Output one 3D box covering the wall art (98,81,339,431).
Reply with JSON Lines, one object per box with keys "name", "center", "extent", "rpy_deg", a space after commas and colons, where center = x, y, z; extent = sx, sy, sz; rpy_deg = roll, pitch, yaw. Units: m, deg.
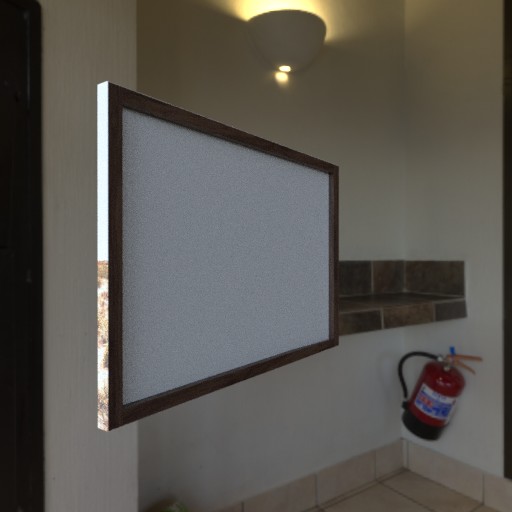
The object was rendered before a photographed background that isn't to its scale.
{"name": "wall art", "center": [0.000, 0.000, 1.910], "extent": [0.051, 1.016, 1.520], "rpy_deg": [0, 0, 36]}
